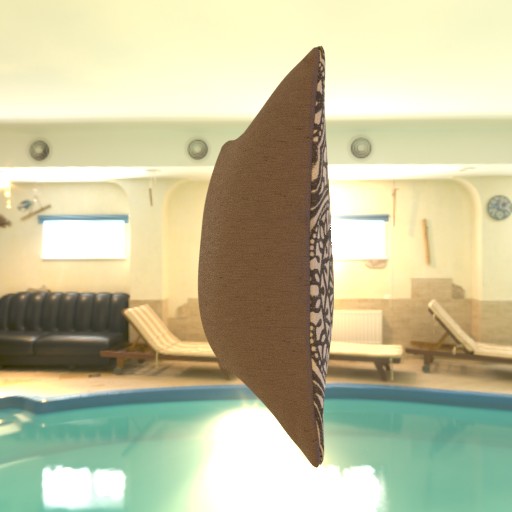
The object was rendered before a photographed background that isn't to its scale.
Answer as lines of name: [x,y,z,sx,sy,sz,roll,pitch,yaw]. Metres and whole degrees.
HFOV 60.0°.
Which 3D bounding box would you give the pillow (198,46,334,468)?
pillow: [0.000,0.000,0.636,0.148,0.417,0.436,0,0,-17]
